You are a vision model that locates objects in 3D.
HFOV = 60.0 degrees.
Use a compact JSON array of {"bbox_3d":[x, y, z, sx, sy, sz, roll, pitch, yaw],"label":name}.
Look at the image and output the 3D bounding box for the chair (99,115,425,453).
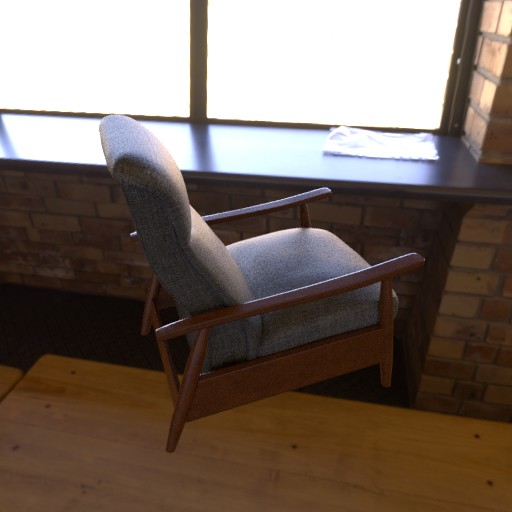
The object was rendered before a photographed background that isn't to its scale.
[{"bbox_3d":[0.000,0.000,1.790,1.030,1.082,0.762,-10,31,-17],"label":"chair"}]
